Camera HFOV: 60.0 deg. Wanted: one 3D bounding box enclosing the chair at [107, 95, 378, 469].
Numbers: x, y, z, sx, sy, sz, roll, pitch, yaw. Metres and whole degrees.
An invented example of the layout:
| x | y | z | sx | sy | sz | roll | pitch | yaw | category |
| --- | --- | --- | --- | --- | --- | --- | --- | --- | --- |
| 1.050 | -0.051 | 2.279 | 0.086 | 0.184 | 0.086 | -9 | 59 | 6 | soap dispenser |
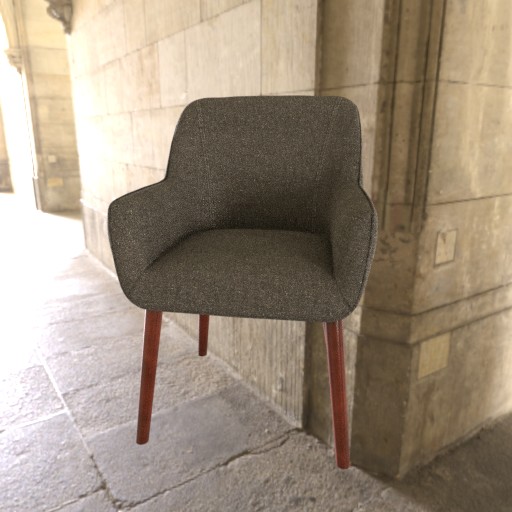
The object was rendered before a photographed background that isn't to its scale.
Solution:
| x | y | z | sx | sy | sz | roll | pitch | yaw | category |
| --- | --- | --- | --- | --- | --- | --- | --- | --- | --- |
| 0.000 | 0.000 | 1.126 | 0.543 | 0.803 | 0.519 | 3 | 16 | 9 | chair |
